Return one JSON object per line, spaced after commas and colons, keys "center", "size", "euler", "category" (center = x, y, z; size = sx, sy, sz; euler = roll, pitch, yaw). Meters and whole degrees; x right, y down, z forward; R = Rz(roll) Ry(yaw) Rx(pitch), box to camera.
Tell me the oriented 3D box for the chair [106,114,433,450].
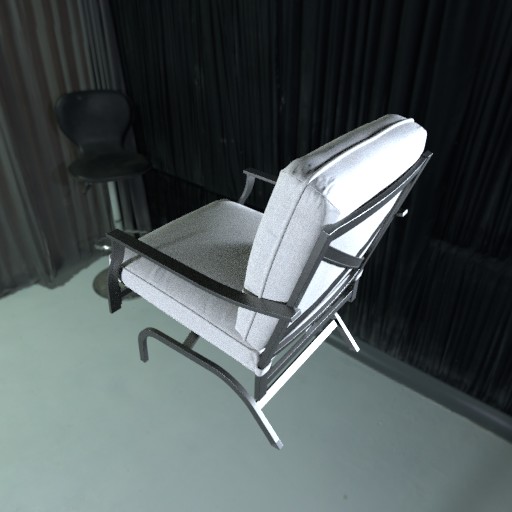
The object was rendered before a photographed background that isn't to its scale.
{"center": [0.000, 0.000, 1.376], "size": [0.787, 0.860, 0.650], "euler": [21, 38, 31], "category": "chair"}
